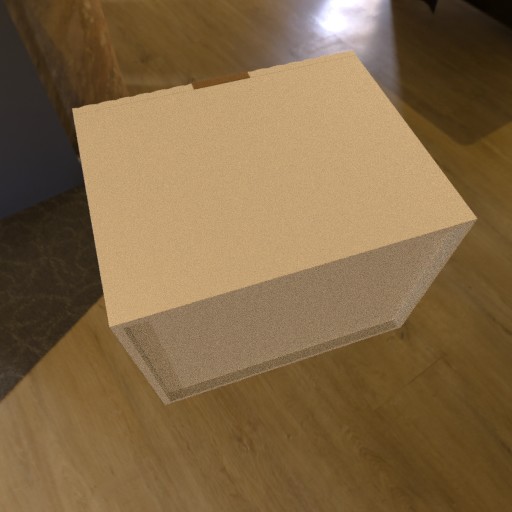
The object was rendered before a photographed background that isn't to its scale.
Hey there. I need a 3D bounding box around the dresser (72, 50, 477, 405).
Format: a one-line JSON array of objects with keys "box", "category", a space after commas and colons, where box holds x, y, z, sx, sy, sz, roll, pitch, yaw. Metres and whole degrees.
[{"box": [0.000, 0.000, 0.910, 0.503, 0.568, 0.414, -16, 59, -10], "category": "dresser"}]
